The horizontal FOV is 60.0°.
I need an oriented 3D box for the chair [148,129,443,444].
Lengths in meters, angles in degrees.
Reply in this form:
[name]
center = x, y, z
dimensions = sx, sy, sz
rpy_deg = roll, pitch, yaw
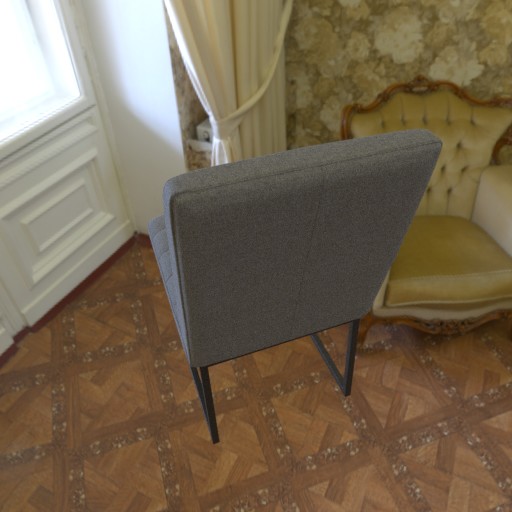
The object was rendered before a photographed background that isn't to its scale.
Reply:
[chair]
center = 0.000, 0.000, 1.244
dimensions = 0.520, 0.930, 0.634
rpy_deg = -14, 44, -15
